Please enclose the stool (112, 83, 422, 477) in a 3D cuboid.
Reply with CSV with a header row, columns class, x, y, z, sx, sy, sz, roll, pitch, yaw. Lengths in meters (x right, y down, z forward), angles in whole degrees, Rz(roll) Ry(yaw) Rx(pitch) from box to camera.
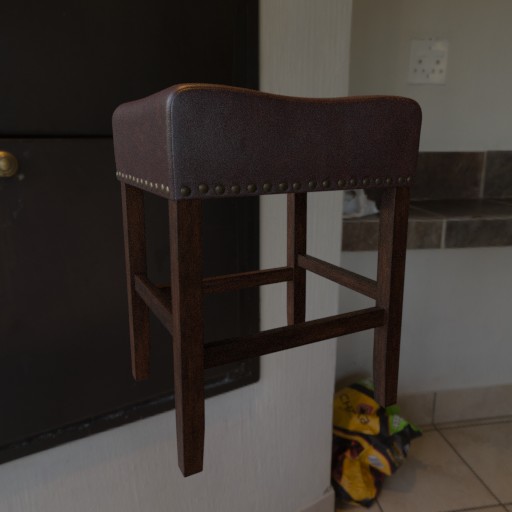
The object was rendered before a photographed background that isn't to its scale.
class,x,y,z,sx,sy,sz,roll,pitch,yaw
stool,0.000,0.000,0.908,0.465,0.608,0.397,-7,16,-27
